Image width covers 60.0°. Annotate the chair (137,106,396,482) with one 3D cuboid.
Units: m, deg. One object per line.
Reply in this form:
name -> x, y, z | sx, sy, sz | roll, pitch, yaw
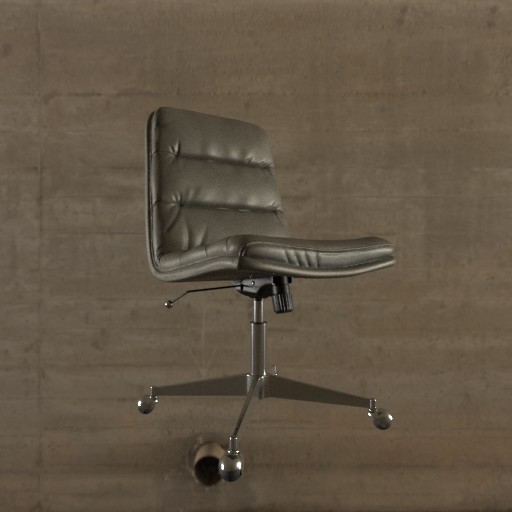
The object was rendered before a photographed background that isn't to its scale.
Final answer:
chair -> 0.000, 0.000, 0.999 | 0.422, 0.738, 0.485 | 0, 0, -35
